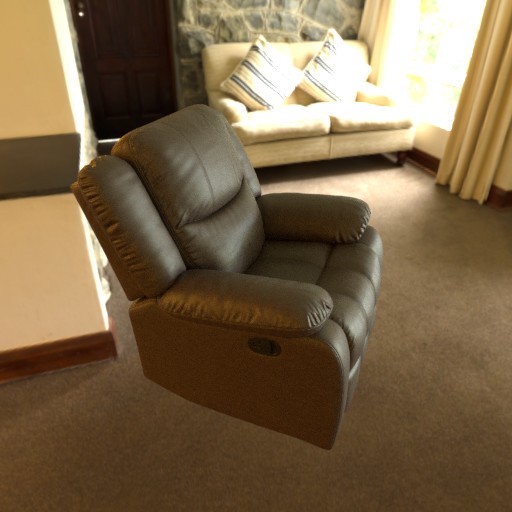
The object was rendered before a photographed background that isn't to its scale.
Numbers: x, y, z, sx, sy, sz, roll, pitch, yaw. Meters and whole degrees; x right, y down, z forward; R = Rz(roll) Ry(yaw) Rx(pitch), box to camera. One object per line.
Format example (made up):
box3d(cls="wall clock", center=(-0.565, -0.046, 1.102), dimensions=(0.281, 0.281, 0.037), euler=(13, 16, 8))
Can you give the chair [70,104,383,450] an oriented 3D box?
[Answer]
box3d(cls="chair", center=(0.000, 0.000, 1.709), dimensions=(0.934, 1.009, 0.899), euler=(12, 33, 19))
